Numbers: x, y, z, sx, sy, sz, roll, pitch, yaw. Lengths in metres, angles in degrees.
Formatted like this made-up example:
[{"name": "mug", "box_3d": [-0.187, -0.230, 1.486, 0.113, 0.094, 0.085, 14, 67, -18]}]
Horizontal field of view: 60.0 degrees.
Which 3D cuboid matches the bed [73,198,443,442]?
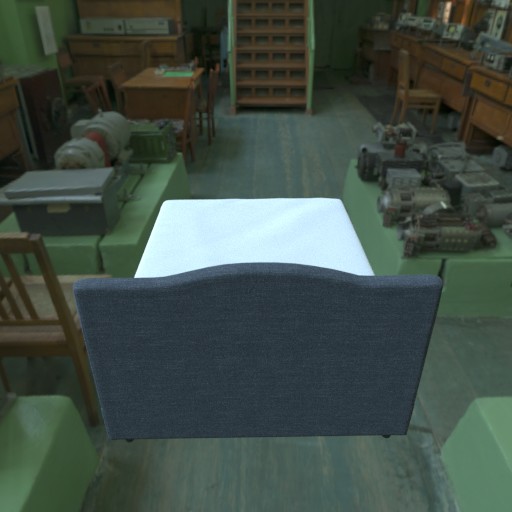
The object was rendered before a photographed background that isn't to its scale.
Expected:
[{"name": "bed", "box_3d": [0.000, 0.000, 3.889, 2.161, 1.457, 2.689, -1, 31, -1]}]
